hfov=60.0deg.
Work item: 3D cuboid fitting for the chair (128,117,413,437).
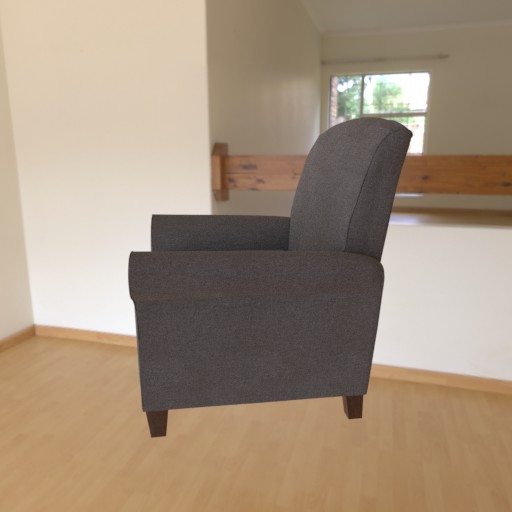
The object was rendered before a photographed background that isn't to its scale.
[{"bbox_3d":[0.000,0.000,1.770,0.905,1.061,0.978,-2,13,-8],"label":"chair"}]
